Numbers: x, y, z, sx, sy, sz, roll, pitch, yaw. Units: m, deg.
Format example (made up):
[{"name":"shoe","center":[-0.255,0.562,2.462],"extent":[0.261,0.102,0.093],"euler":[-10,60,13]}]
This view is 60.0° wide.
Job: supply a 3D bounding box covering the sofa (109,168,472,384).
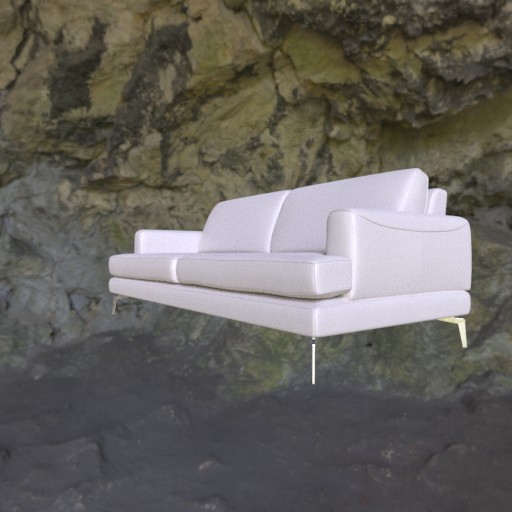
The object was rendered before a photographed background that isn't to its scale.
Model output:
[{"name":"sofa","center":[0.000,0.000,2.376],"extent":[0.974,0.765,1.940],"euler":[0,1,-36]}]
